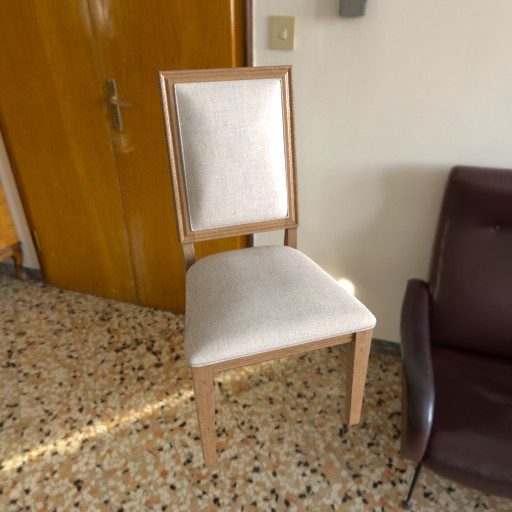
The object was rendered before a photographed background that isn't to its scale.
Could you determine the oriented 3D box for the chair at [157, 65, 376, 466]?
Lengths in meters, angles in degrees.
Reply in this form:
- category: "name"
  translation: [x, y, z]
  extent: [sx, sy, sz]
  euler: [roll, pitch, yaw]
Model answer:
- category: "chair"
  translation: [0.000, 0.000, 1.344]
  extent: [0.536, 0.988, 0.601]
  euler: [-9, 32, -15]
